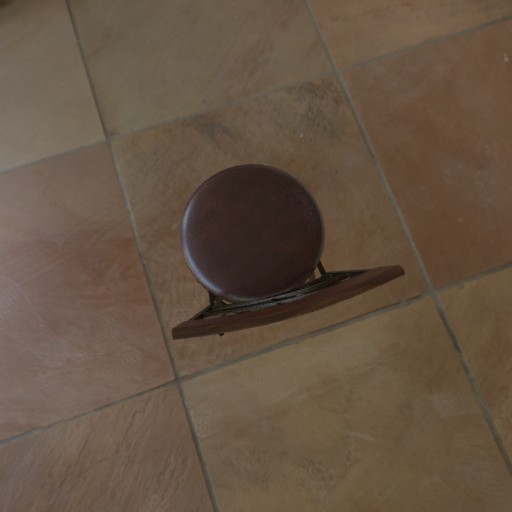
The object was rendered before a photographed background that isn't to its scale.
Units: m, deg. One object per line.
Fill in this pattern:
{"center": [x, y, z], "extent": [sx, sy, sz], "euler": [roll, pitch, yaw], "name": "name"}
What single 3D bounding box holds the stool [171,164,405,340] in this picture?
{"center": [0.000, 0.000, 1.413], "extent": [0.448, 1.130, 0.513], "euler": [-15, 77, -4], "name": "stool"}
